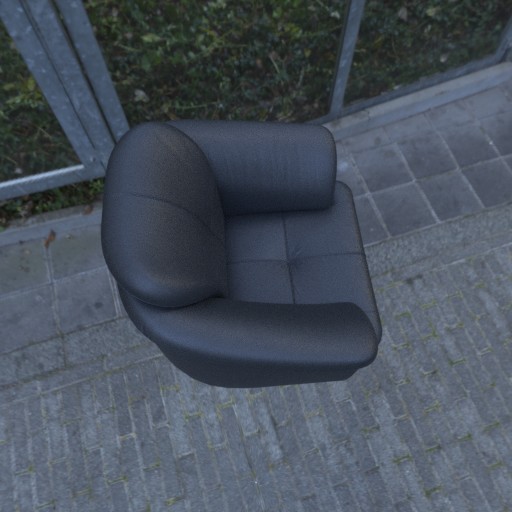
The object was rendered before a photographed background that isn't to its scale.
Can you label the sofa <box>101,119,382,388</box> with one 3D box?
[{"bbox_3d":[0.000,0.000,1.502,0.794,0.811,0.870,-4,63,-2],"label":"sofa"}]
